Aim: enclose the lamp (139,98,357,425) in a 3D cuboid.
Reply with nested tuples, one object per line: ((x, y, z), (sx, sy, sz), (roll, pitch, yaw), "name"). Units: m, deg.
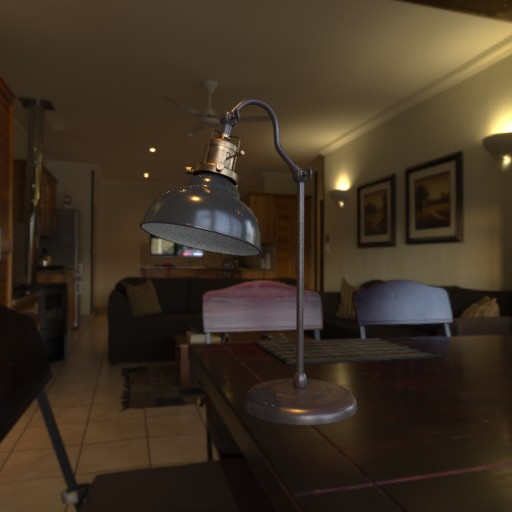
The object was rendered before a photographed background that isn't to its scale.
((0.000, 0.000, 0.711), (0.374, 0.508, 0.192), (1, -1, -35), "lamp")
